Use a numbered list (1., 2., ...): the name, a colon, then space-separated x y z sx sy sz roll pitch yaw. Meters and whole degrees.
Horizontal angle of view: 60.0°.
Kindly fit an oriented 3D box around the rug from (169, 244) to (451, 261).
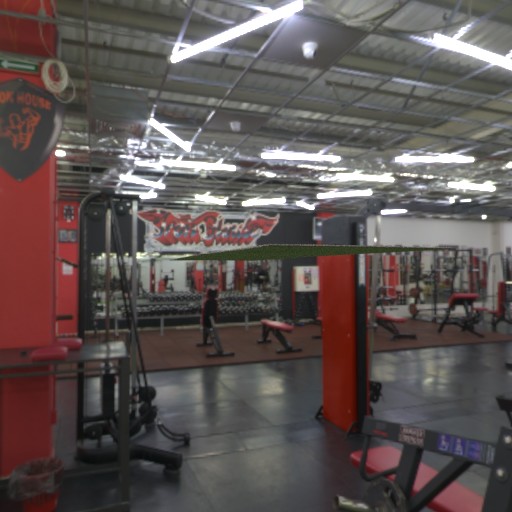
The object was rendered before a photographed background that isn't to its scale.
1. rug: 0.000 0.000 2.569 0.697 0.013 2.335 1 -2 -18
